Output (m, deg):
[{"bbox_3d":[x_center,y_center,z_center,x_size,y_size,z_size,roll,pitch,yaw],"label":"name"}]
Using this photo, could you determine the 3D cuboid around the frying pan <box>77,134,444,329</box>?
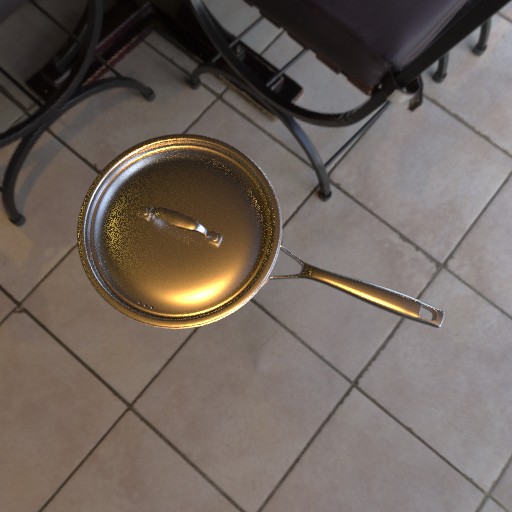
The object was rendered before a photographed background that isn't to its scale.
[{"bbox_3d":[0.000,0.000,0.590,0.490,0.086,0.272,20,76,5],"label":"frying pan"}]
